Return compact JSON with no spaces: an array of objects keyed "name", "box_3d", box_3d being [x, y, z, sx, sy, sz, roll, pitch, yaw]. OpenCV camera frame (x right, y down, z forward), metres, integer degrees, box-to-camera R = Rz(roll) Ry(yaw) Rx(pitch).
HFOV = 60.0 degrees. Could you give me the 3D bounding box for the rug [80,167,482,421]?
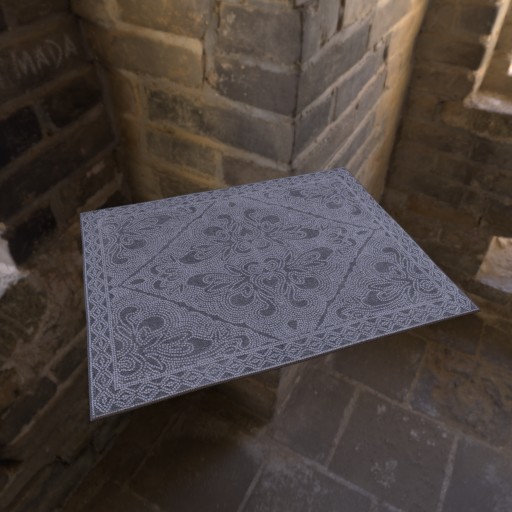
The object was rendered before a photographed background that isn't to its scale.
[{"name":"rug","box_3d":[0.000,0.000,4.071,3.048,0.012,2.438,-12,42,-13]}]
